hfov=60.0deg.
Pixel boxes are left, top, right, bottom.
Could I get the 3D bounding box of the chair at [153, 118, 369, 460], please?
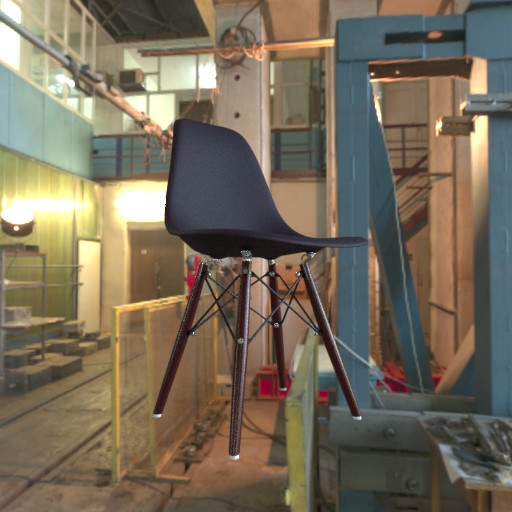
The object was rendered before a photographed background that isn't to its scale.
[{"bbox_3d":[0.000,0.000,1.157,0.470,0.826,0.533,1,-2,-38],"label":"chair"}]
